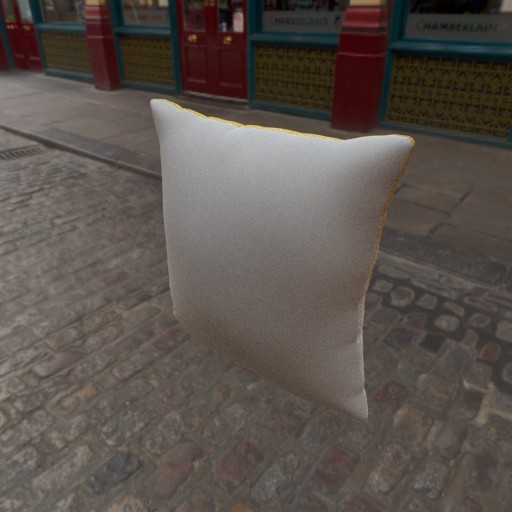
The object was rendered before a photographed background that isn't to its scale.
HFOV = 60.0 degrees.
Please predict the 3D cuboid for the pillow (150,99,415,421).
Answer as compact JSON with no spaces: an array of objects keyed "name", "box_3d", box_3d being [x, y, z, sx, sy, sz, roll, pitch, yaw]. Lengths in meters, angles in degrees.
[{"name":"pillow","box_3d":[0.000,0.000,0.721,0.450,0.450,0.211,21,35,33]}]
